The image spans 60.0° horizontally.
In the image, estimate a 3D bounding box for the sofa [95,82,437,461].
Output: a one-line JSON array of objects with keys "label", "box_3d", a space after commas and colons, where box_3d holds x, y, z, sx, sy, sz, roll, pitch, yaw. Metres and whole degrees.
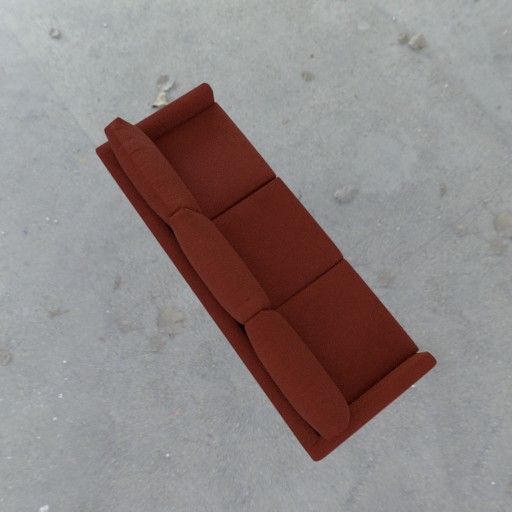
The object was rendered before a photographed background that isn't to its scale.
[{"label": "sofa", "box_3d": [0.000, 0.000, 2.745, 0.875, 0.879, 2.252, -35, 77, -10]}]
